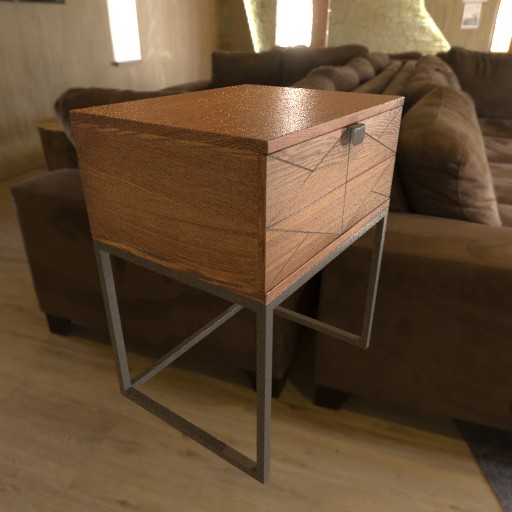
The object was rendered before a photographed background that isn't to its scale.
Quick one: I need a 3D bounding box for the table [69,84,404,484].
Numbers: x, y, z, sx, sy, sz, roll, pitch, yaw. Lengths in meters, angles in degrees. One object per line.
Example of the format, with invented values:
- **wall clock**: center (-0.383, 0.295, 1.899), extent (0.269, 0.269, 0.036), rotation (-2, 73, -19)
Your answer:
- **table**: center (0.000, 0.000, 0.926), extent (0.400, 0.610, 0.482), rotation (18, 32, 31)
